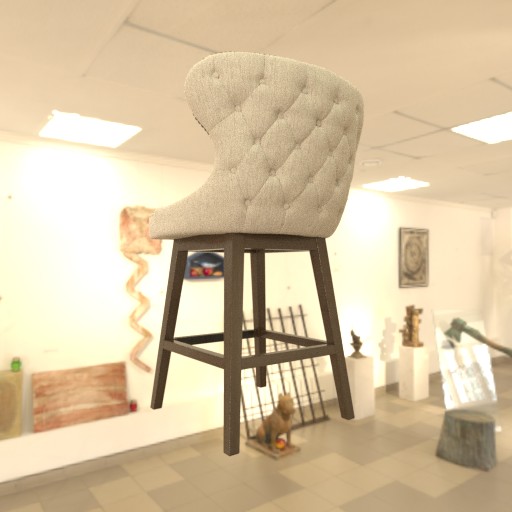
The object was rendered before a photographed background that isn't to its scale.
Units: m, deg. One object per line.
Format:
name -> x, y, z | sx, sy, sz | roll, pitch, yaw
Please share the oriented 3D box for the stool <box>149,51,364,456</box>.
stool -> 0.000, 0.000, 1.359 | 0.615, 0.972, 0.597 | 1, -2, -37
